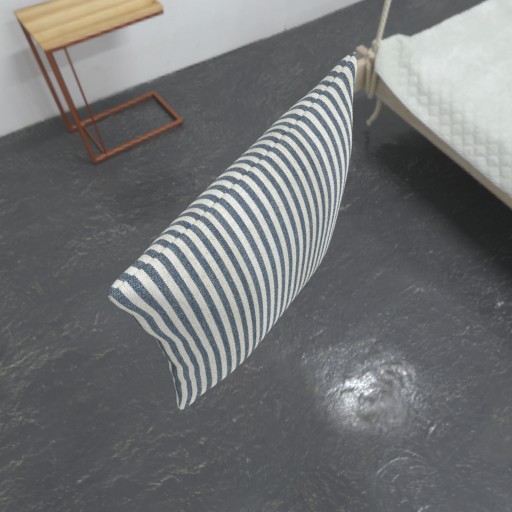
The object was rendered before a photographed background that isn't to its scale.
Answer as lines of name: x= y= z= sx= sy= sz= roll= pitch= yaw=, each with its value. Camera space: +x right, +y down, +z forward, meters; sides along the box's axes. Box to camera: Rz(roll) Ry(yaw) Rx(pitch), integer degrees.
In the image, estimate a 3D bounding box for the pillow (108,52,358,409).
pillow: x=0.000 y=0.000 z=0.788 sx=0.166 sy=0.510 sz=0.523 roll=33 pitch=65 yaw=18
